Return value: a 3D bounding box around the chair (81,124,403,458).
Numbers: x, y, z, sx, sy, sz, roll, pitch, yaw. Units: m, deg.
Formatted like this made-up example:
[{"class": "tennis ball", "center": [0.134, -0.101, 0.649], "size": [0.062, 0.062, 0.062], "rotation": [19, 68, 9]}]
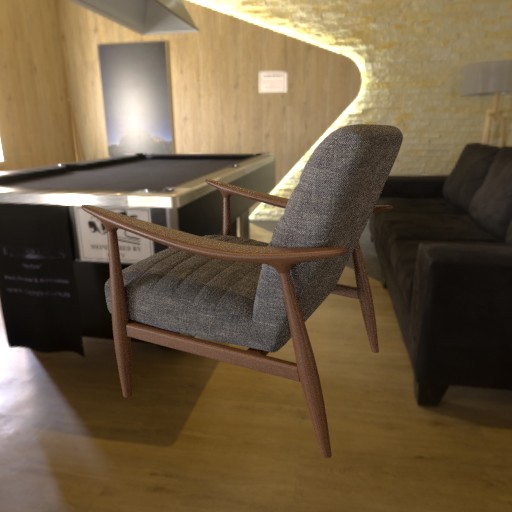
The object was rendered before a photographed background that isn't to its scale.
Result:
[{"class": "chair", "center": [0.000, 0.000, 1.454], "size": [0.798, 0.832, 0.741], "rotation": [8, 19, 25]}]
